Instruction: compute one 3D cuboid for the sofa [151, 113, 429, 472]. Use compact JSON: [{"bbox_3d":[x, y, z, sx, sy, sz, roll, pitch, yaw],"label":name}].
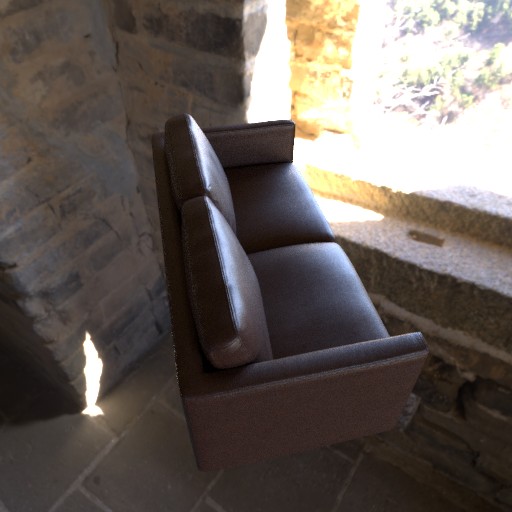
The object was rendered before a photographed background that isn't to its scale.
[{"bbox_3d":[0.000,0.000,2.397,0.951,0.933,1.883,-9,45,-9],"label":"sofa"}]
